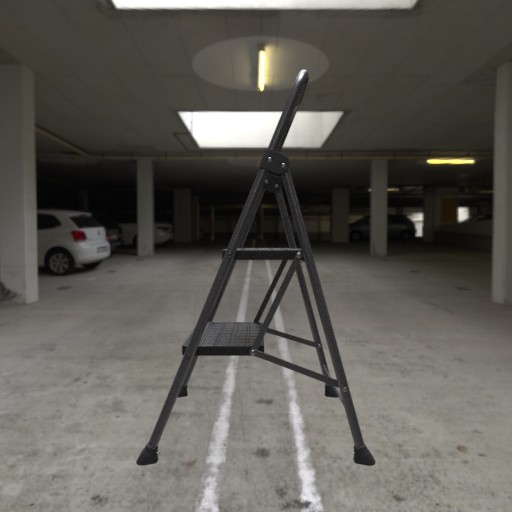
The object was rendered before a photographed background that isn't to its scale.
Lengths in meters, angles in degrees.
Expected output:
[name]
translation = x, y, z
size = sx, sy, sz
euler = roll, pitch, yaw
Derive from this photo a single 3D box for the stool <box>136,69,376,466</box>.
[stool]
translation = 0.000, 0.000, 1.146
size = 0.514, 0.872, 0.450
euler = 0, 2, 0
